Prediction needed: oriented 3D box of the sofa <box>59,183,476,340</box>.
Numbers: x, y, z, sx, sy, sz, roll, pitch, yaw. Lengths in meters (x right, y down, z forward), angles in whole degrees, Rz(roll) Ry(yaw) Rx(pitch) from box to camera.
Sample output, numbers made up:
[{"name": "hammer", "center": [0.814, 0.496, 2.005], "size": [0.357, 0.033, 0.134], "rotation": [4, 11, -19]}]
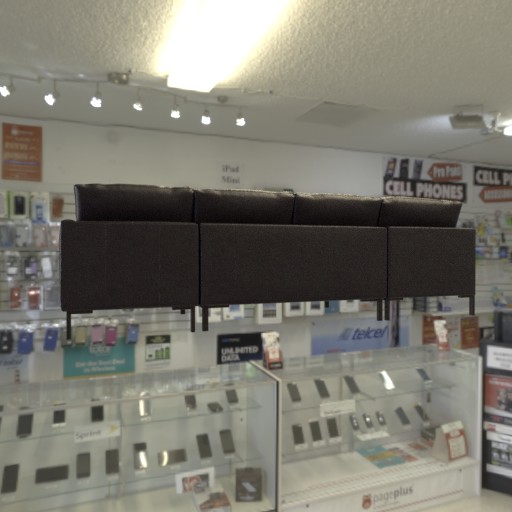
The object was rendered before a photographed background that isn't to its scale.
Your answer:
[{"name": "sofa", "center": [0.000, 0.000, 3.799], "size": [2.956, 0.900, 1.939], "rotation": [0, 1, -19]}]
